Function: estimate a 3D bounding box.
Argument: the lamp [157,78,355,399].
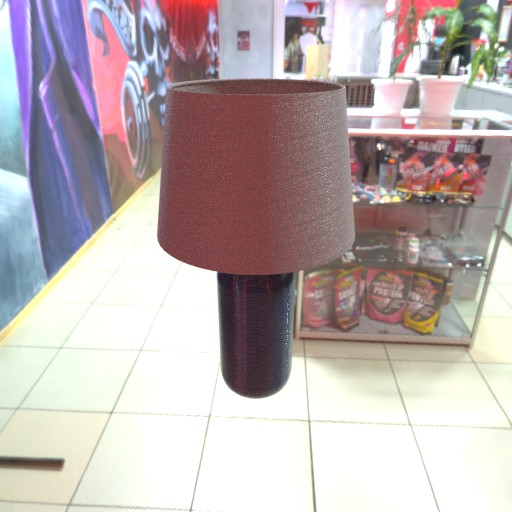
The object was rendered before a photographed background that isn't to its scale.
[{"bbox_3d":[0.000,0.000,0.594,0.253,0.428,0.253,0,26,0],"label":"lamp"}]
